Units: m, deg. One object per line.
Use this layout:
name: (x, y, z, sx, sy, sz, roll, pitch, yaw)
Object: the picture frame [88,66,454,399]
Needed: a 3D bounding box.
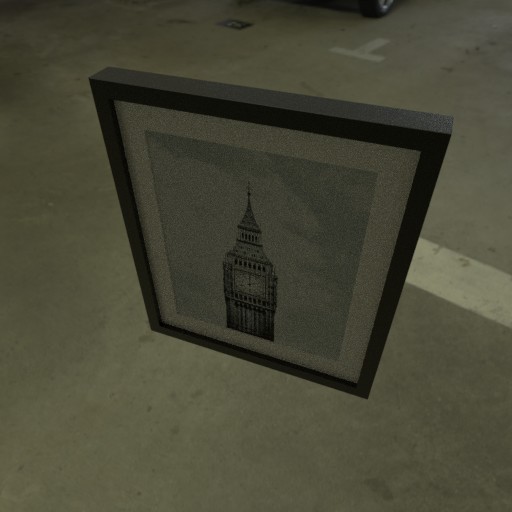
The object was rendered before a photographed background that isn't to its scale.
picture frame: (0.000, 0.000, 0.515, 0.328, 0.378, 0.034, 14, 44, 15)
